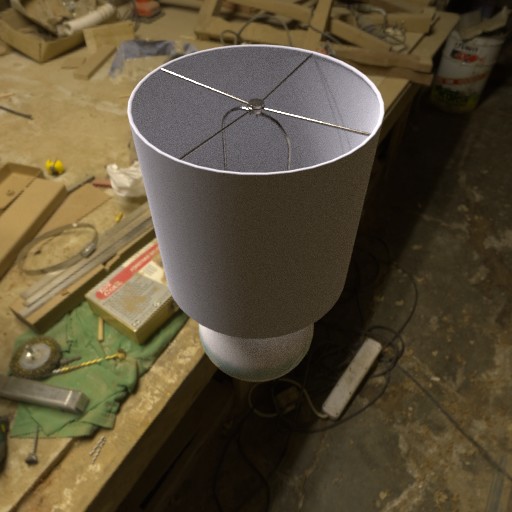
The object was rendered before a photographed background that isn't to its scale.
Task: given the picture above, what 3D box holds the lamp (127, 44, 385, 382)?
[{"bbox_3d":[0.000,0.000,0.529,0.217,0.404,0.217,25,52,21],"label":"lamp"}]
